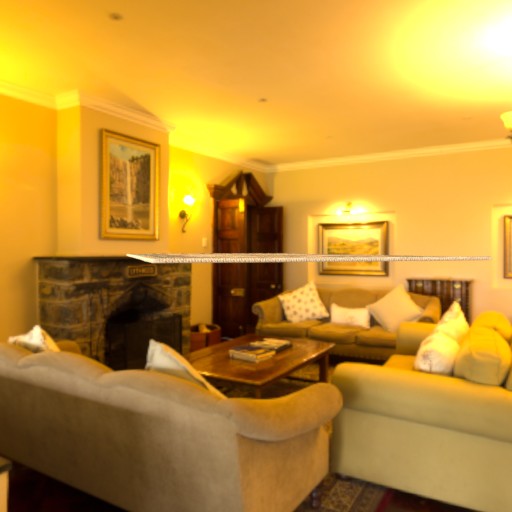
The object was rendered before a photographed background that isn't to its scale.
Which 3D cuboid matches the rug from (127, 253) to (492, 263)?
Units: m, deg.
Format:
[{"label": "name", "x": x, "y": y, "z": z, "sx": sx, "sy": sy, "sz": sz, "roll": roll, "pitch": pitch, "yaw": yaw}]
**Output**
[{"label": "rug", "x": 0.000, "y": 0.000, "z": 2.294, "sx": 1.225, "sy": 0.015, "sz": 1.840, "roll": 0, "pitch": 1, "yaw": -18}]
